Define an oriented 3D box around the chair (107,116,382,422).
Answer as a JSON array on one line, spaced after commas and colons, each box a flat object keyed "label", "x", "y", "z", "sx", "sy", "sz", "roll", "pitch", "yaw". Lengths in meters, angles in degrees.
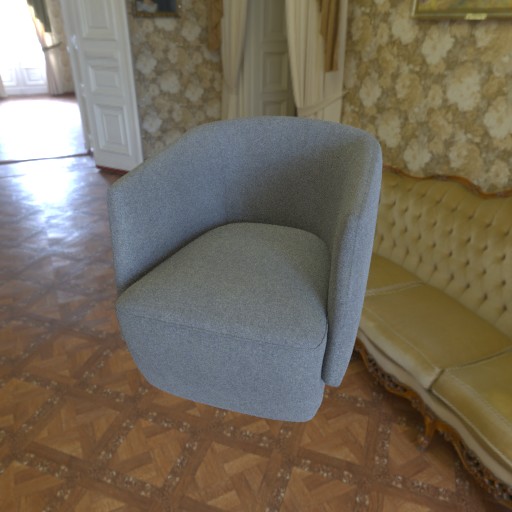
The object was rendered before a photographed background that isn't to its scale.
[{"label": "chair", "x": 0.000, "y": 0.000, "z": 1.656, "sx": 0.822, "sy": 0.861, "sz": 0.986, "roll": 8, "pitch": 28, "yaw": 16}]
